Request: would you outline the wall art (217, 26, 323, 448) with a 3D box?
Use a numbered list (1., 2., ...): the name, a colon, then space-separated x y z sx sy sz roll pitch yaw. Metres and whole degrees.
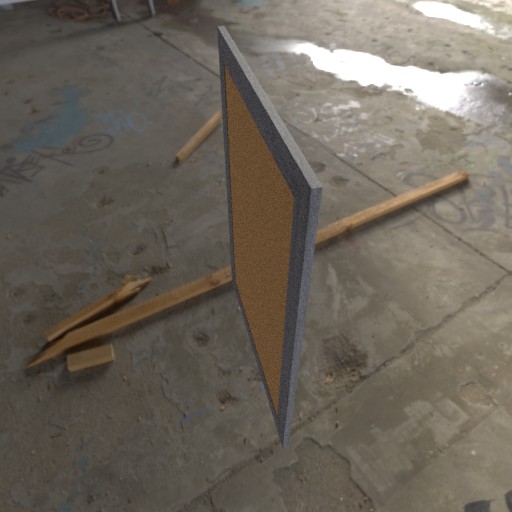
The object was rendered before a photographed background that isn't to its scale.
1. wall art: 0.000 0.000 1.356 0.020 1.070 0.768 -11 47 -10
